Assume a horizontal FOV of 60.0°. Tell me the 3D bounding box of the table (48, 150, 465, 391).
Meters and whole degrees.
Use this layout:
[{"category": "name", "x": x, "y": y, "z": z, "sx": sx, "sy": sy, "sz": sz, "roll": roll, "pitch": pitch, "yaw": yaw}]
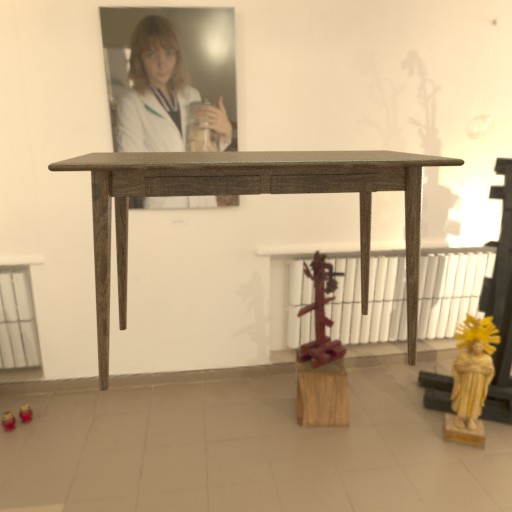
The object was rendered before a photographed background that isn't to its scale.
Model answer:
[{"category": "table", "x": 0.000, "y": 0.000, "z": 1.758, "sx": 1.300, "sy": 0.780, "sz": 0.599, "roll": -2, "pitch": 16, "yaw": -8}]
